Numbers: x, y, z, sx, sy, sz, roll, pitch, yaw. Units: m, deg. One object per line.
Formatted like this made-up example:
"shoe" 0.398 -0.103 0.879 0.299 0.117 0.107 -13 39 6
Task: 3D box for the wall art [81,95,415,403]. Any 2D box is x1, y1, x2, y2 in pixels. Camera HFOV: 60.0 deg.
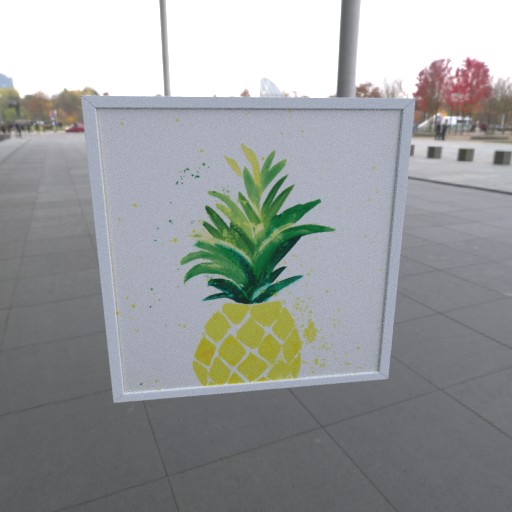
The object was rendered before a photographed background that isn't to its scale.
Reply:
"wall art" 0.000 0.000 1.128 0.763 0.761 0.038 -2 17 -8
